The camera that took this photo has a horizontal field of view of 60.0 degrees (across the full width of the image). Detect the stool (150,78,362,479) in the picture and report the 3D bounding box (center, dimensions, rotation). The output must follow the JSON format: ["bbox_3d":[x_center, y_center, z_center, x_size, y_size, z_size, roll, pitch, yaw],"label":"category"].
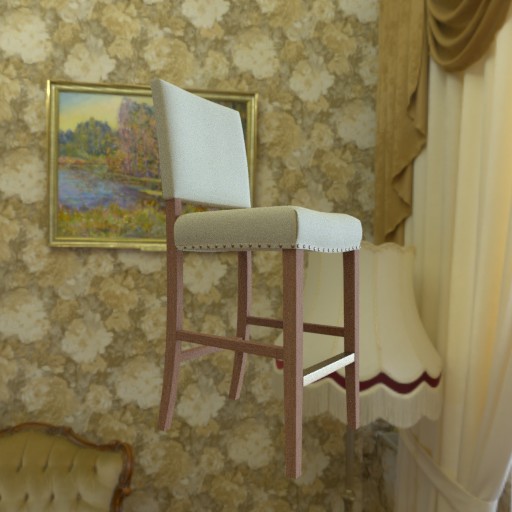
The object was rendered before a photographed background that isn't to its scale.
[{"bbox_3d":[0.000,0.000,1.493,0.584,1.168,0.445,0,1,36],"label":"stool"}]
